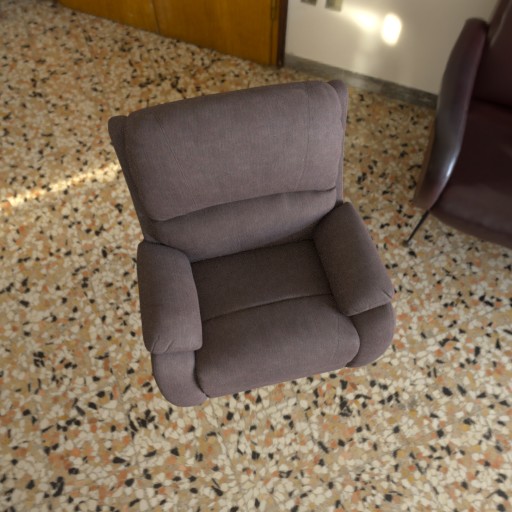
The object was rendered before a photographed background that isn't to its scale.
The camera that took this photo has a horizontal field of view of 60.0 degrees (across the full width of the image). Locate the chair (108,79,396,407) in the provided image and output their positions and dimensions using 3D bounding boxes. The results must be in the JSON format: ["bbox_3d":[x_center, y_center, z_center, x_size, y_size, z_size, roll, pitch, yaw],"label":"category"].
[{"bbox_3d":[0.000,0.000,1.744,0.930,1.011,0.899,-12,63,-6],"label":"chair"}]
